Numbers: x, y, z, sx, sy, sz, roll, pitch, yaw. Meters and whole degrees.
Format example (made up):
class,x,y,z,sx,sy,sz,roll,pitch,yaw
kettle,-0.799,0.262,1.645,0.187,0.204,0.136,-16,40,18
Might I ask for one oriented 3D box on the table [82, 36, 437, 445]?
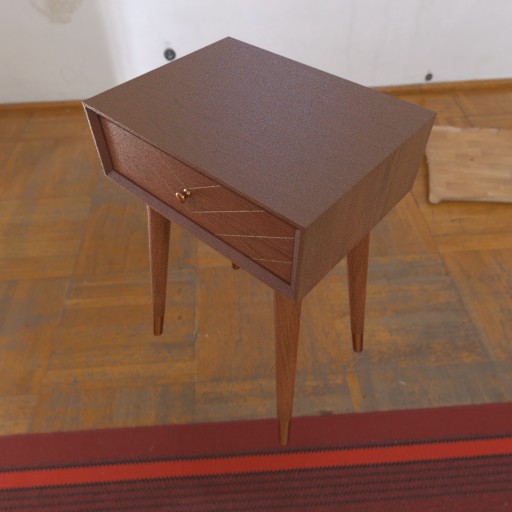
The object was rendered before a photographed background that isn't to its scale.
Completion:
class,x,y,z,sx,sy,sz,roll,pitch,yaw
table,0.000,0.000,0.821,0.406,0.599,0.300,33,55,26
